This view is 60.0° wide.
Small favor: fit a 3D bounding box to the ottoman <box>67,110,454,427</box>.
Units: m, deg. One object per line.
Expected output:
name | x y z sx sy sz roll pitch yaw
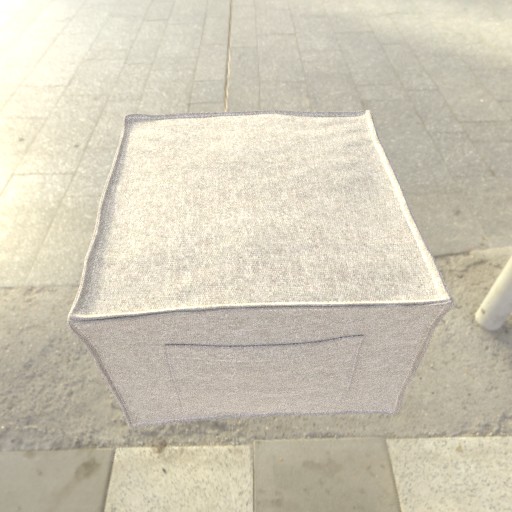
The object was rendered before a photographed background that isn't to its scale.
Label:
ottoman | 0.000 0.000 1.136 0.707 0.470 0.696 -3 47 -2
